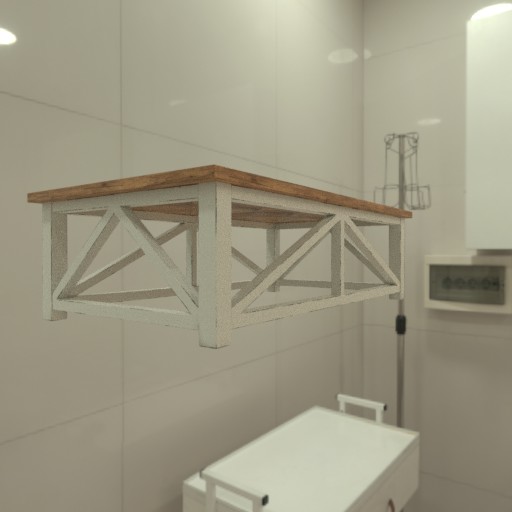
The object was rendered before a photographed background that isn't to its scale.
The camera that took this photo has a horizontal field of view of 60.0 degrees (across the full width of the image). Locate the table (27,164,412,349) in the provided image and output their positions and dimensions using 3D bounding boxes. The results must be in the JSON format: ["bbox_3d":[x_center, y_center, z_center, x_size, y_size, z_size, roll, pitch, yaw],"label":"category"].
[{"bbox_3d":[0.000,0.000,1.756,0.800,0.410,1.400,0,1,36],"label":"table"}]
